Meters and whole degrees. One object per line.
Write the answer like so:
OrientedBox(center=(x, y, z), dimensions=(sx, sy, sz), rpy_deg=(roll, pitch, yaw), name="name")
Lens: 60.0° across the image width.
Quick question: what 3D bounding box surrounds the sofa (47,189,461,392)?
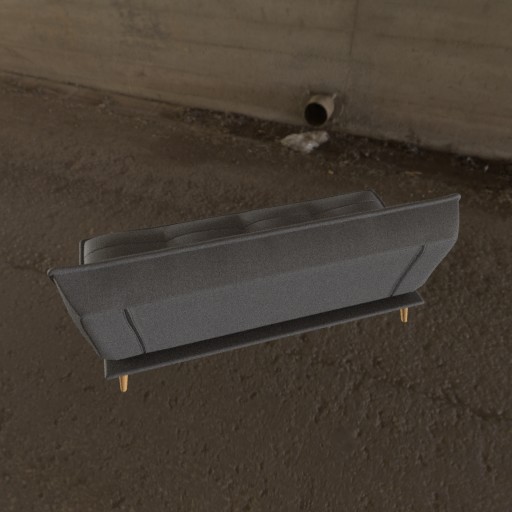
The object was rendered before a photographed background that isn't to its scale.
OrientedBox(center=(0.000, 0.000, 2.495), dimensions=(1.940, 0.890, 0.950), rpy_deg=(-11, 45, -12), name="sofa")
